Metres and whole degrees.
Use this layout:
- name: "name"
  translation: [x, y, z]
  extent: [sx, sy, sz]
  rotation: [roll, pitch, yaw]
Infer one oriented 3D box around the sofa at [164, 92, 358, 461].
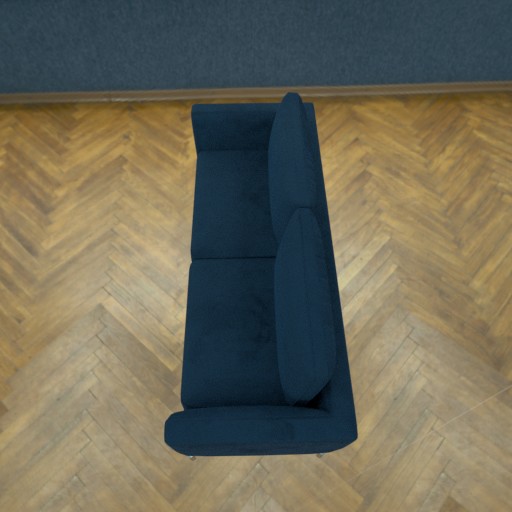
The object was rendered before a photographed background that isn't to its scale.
- name: "sofa"
  translation: [0.000, 0.000, 2.700]
  extent: [0.853, 0.998, 2.212]
  rotation: [-1, 58, -1]
